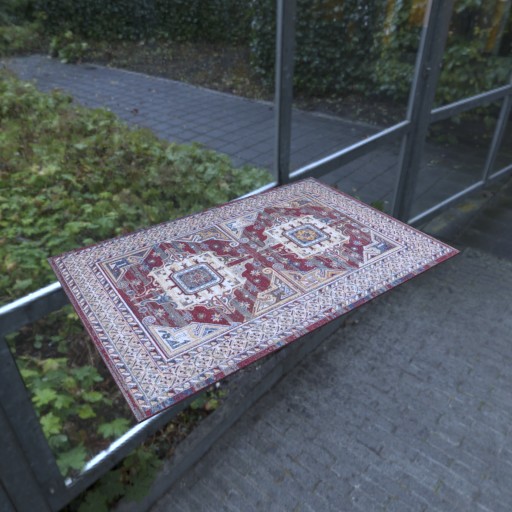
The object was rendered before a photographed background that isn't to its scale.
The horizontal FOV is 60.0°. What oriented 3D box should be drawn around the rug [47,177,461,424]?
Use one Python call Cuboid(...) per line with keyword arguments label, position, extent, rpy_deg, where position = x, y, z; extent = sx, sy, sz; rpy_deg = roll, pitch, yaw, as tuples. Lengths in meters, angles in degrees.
Cuboid(label="rug", position=(0.000, 0.000, 5.878), extent=(4.578, 0.033, 3.033), rpy_deg=(-21, 39, -29))
